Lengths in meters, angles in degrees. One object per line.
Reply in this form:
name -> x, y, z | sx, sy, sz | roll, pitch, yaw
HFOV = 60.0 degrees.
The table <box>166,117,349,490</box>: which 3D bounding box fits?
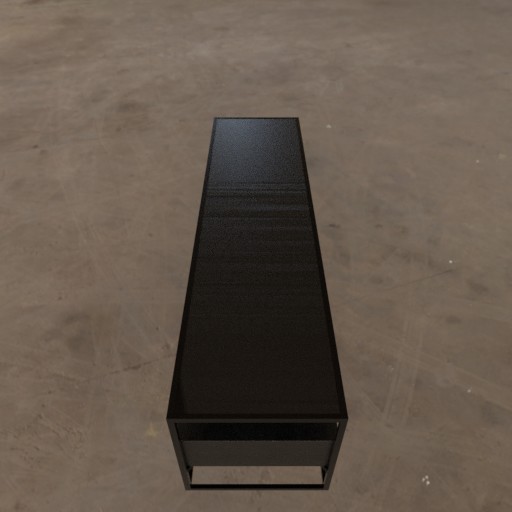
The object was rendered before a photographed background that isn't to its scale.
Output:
table -> 0.000, 0.000, 1.638 | 0.399, 0.395, 1.486 | 0, 42, 0
